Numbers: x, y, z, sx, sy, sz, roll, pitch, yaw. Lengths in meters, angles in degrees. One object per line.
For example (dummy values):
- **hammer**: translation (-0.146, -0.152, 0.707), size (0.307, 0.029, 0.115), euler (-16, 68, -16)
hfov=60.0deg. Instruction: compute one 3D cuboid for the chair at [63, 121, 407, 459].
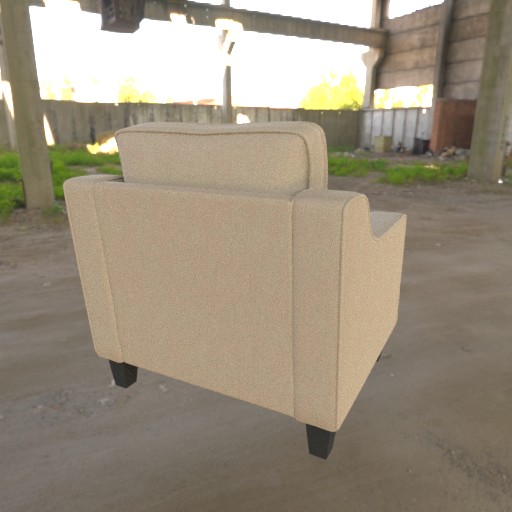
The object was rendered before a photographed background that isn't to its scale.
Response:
- **chair**: translation (0.000, 0.000, 1.639), size (0.922, 0.948, 0.882), euler (9, 18, 27)
